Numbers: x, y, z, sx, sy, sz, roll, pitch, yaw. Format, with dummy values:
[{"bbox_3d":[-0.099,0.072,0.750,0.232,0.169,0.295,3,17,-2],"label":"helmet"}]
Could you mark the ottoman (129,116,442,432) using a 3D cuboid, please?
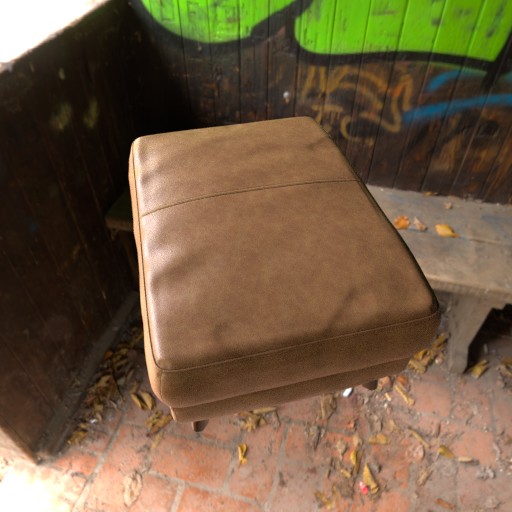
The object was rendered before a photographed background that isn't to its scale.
[{"bbox_3d":[0.000,0.000,1.246,0.630,0.461,0.869,-10,47,-10],"label":"ottoman"}]
